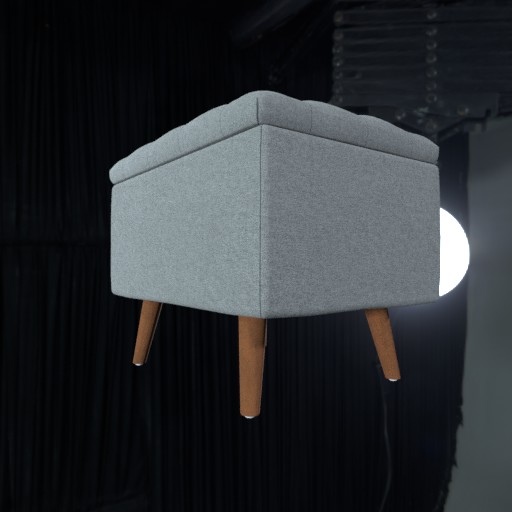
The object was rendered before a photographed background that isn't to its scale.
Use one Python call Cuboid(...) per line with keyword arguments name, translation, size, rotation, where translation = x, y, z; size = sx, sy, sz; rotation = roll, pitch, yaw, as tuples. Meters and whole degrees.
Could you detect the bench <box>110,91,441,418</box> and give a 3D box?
Cuboid(name="bench", translation=(0.000, 0.000, 0.899), size=(0.417, 0.469, 0.572), rotation=(1, -1, -37))
